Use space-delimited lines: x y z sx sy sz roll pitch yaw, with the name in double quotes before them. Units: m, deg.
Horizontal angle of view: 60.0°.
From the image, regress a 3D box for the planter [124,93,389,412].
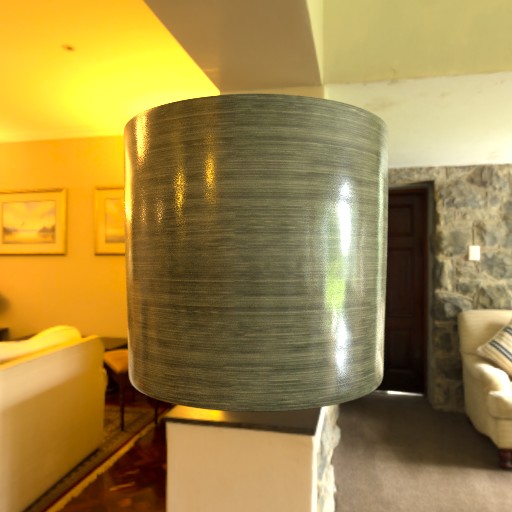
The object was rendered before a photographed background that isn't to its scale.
"planter" 0.000 0.000 0.386 0.221 0.201 0.221 0 -1 0
